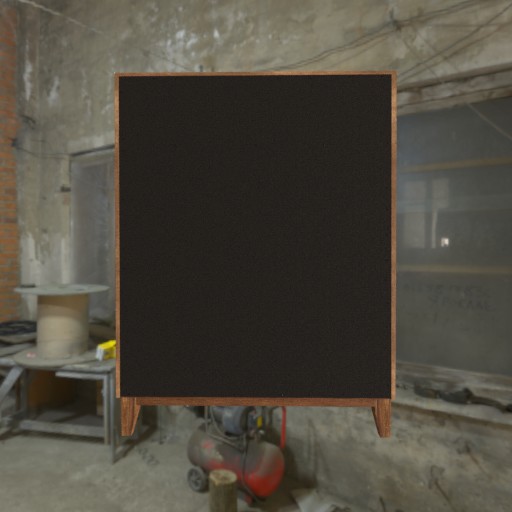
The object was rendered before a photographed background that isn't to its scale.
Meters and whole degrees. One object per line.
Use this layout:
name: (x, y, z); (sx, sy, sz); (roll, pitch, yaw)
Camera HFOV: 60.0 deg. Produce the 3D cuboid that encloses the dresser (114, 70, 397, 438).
dresser: (0.000, 0.000, 1.894); (1.062, 1.393, 0.442); (0, 1, 1)
